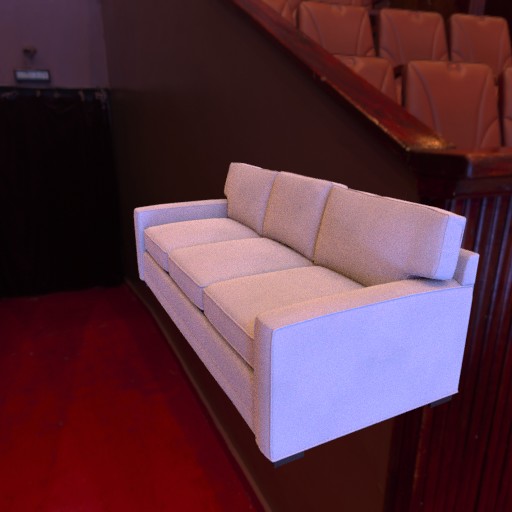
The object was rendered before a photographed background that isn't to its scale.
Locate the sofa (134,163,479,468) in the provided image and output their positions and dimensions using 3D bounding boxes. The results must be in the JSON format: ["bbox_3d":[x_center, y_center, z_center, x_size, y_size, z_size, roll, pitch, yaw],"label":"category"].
[{"bbox_3d":[0.000,0.000,2.497,0.935,0.862,2.088,-9,20,-25],"label":"sofa"}]
